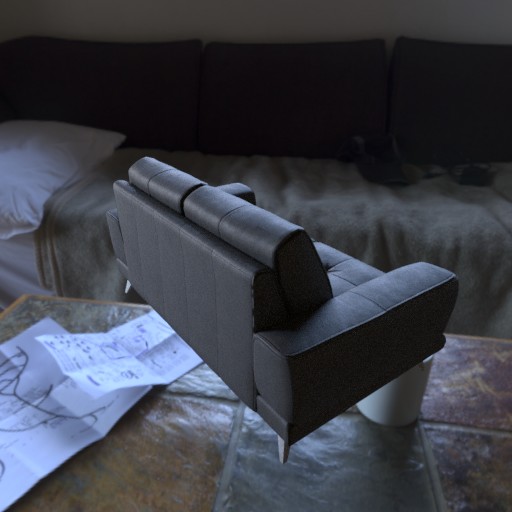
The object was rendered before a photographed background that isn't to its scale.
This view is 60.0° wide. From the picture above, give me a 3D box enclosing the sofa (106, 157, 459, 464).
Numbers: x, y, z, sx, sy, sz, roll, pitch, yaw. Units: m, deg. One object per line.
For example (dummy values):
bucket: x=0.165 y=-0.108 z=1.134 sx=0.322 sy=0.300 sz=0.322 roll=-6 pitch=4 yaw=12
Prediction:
sofa: x=0.000 y=0.000 z=2.385 sx=1.018 sy=0.907 sz=1.806 roll=-18 pitch=32 yaw=-32
